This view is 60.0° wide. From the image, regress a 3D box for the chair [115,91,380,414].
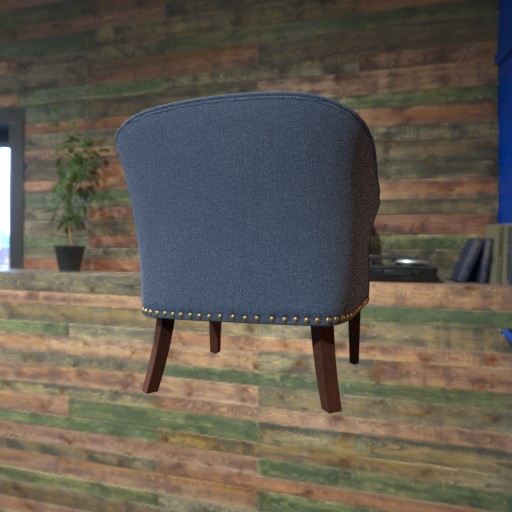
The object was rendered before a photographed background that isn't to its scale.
[{"bbox_3d":[0.000,0.000,1.441,0.772,0.815,0.704,0,1,17],"label":"chair"}]
